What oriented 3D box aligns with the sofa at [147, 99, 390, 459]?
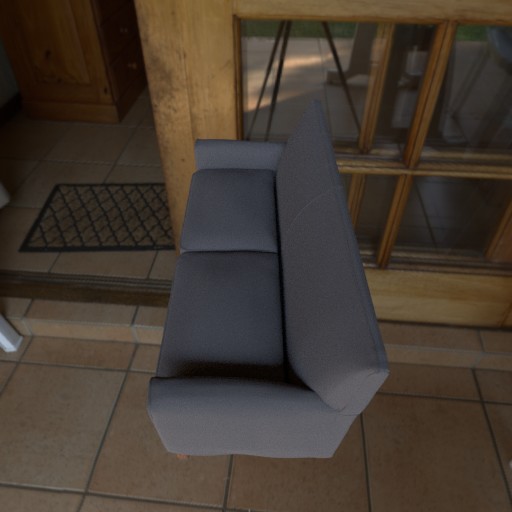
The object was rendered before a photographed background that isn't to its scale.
[{"bbox_3d":[0.000,0.000,2.411,0.843,0.907,2.002,0,43,0],"label":"sofa"}]
